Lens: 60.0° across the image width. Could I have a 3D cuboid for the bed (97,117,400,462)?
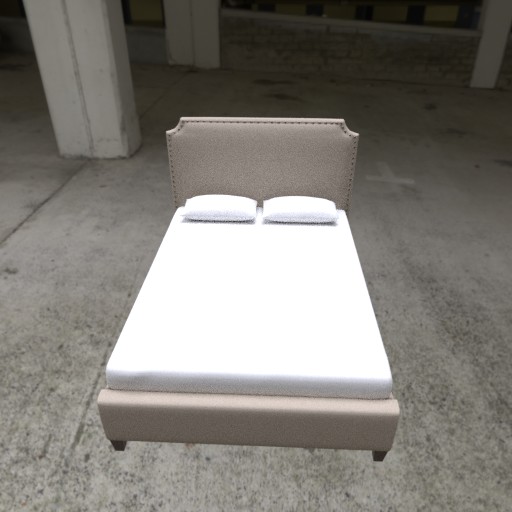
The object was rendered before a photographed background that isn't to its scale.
[{"bbox_3d":[0.000,0.000,3.293,1.713,1.443,2.372,1,32,2],"label":"bed"}]
